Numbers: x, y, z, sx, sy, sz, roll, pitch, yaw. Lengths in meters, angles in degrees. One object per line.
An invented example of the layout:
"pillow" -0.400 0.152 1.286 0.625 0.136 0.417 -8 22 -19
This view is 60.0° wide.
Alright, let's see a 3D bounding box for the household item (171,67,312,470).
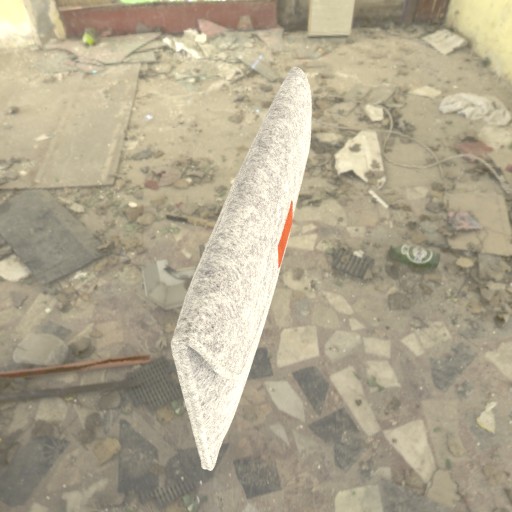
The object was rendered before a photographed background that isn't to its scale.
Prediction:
"household item" 0.000 0.000 0.424 0.057 0.221 0.335 10 48 9
